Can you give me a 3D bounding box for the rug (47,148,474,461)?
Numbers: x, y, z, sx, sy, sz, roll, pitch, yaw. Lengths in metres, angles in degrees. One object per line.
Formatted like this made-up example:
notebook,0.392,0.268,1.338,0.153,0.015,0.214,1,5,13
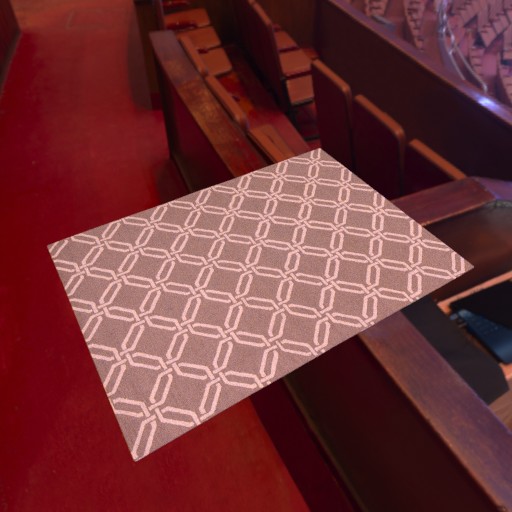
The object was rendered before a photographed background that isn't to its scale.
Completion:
rug,0.000,0.000,4.329,3.419,0.020,2.441,-24,50,-21
